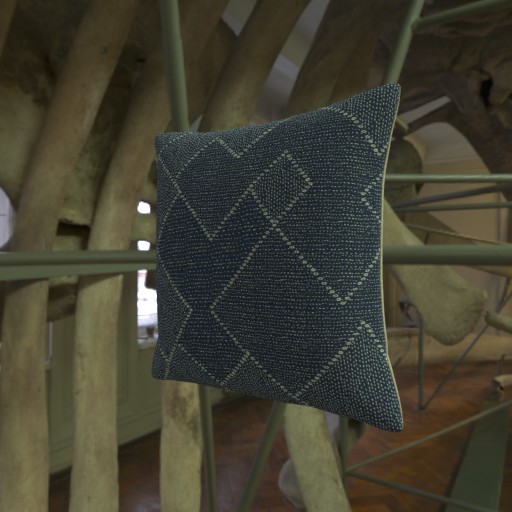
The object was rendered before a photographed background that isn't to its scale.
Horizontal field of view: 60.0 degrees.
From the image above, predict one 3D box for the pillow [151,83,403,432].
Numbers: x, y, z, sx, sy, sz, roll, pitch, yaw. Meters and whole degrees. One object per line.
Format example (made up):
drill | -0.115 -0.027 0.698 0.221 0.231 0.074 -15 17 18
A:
pillow | 0.000 0.000 0.663 0.435 0.428 0.148 0 0 34
